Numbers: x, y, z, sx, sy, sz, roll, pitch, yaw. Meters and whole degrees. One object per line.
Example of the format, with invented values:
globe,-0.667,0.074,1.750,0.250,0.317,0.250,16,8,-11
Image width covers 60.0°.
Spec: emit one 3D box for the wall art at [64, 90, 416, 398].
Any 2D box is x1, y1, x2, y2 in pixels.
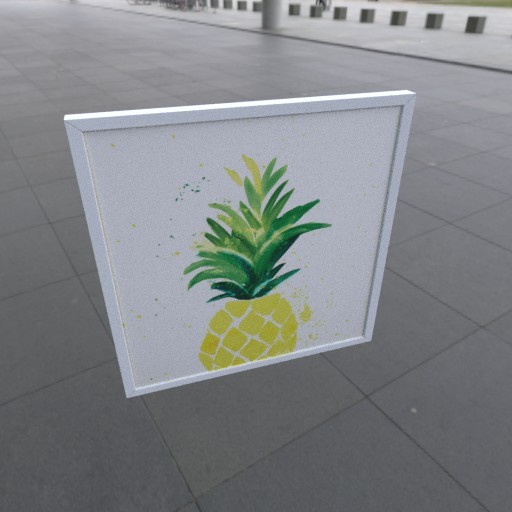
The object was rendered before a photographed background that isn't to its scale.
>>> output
wall art,0.000,0.000,1.139,0.763,0.761,0.038,-9,33,-15
